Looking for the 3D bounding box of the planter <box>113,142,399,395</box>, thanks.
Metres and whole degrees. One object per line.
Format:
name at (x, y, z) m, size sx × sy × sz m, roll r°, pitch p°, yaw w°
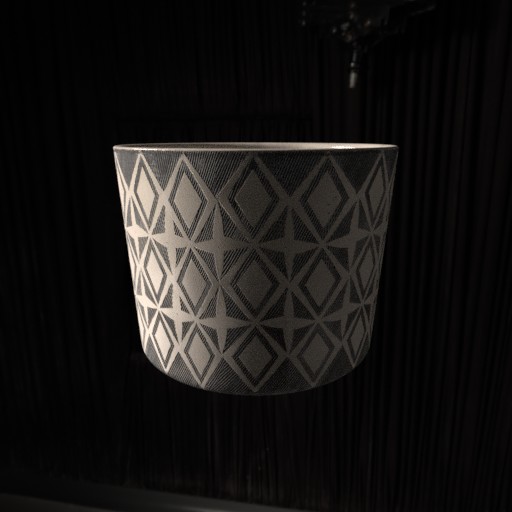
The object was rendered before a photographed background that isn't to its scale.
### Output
planter at (0.000, 0.000, 0.451) m, size 0.260 × 0.220 × 0.260 m, roll 0°, pitch 15°, yaw 0°
